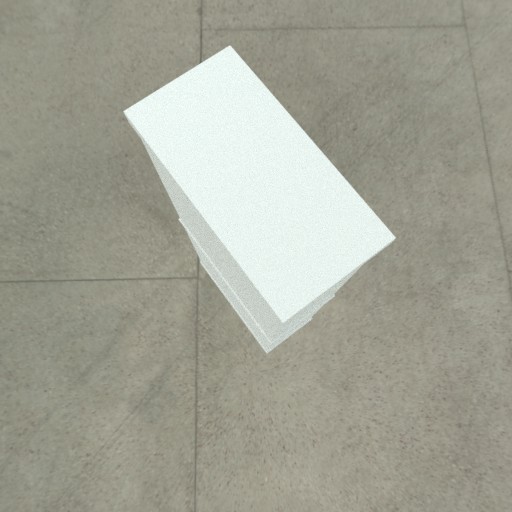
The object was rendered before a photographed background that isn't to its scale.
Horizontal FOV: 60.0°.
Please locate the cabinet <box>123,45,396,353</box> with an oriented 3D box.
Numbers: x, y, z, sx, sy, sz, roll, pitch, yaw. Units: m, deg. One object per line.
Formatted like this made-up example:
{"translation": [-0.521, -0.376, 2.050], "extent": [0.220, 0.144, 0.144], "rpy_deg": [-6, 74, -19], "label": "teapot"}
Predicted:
{"translation": [0.000, 0.000, 2.107], "extent": [0.390, 1.829, 0.754], "rpy_deg": [-36, 78, -9], "label": "cabinet"}
